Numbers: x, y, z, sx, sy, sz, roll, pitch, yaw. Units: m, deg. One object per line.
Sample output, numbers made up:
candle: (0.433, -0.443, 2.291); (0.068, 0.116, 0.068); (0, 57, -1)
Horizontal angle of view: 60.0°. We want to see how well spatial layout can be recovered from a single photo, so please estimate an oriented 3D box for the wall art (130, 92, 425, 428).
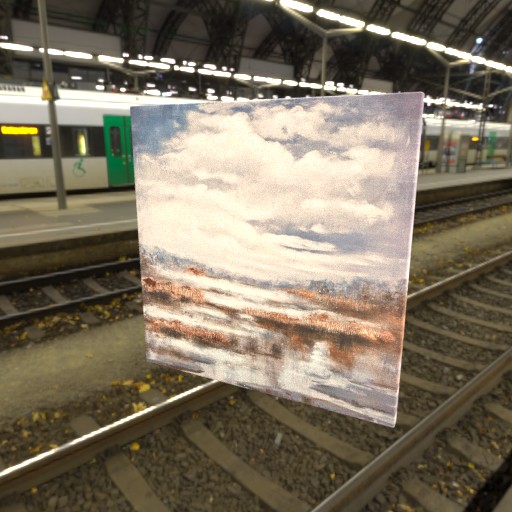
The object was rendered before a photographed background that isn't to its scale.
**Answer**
wall art: (0.000, 0.000, 1.350); (0.888, 0.897, 0.035); (7, 16, 26)
